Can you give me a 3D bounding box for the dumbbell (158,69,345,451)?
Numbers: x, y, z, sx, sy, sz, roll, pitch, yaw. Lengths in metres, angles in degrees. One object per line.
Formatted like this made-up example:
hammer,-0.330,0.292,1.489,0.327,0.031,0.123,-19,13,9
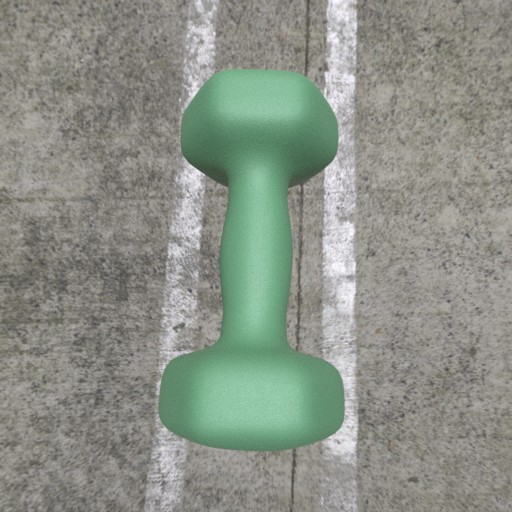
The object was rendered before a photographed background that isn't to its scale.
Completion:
dumbbell,0.000,0.000,0.322,0.126,0.114,0.257,2,75,1
